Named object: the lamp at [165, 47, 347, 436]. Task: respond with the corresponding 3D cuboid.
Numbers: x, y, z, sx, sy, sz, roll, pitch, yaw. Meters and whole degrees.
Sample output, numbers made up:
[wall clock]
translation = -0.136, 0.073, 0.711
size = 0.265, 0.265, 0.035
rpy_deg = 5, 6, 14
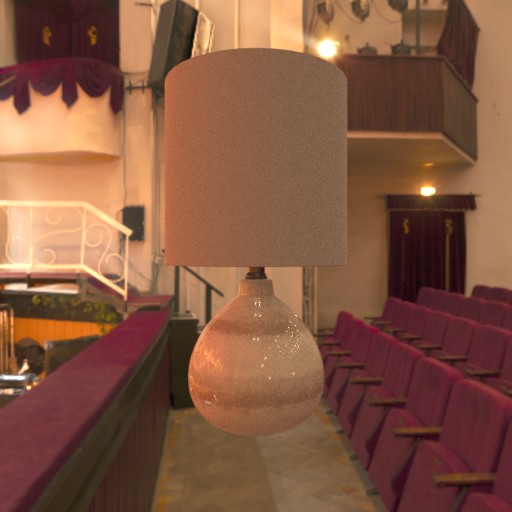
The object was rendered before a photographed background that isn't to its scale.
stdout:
[lamp]
translation = 0.000, 0.000, 0.537
size = 0.217, 0.404, 0.217
rpy_deg = 0, 0, -1
